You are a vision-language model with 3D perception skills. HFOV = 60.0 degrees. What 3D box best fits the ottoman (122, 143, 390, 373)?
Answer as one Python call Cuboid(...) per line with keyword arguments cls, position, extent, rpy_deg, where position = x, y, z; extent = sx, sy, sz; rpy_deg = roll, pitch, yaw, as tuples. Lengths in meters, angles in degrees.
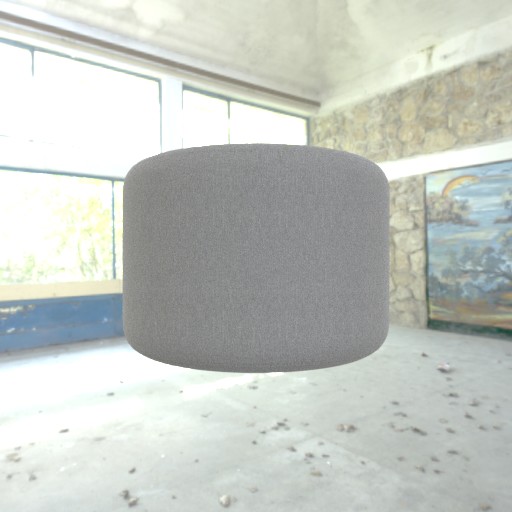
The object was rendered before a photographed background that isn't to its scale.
Cuboid(cls="ottoman", position=(0.000, 0.000, 1.054), extent=(0.608, 0.433, 0.608), rpy_deg=(0, 0, 0))
